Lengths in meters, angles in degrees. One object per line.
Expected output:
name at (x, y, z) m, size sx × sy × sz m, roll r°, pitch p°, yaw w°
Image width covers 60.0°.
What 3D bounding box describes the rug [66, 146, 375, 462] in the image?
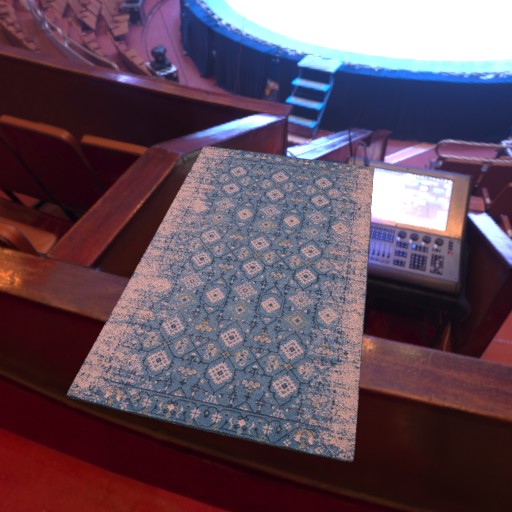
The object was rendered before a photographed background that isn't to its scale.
rug at (0.000, 0.000, 2.216) m, size 1.102 × 0.008 × 1.795 m, roll 9°, pitch 47°, yaw 9°
